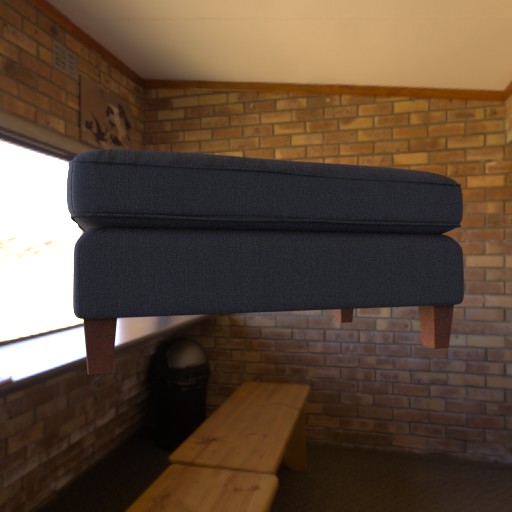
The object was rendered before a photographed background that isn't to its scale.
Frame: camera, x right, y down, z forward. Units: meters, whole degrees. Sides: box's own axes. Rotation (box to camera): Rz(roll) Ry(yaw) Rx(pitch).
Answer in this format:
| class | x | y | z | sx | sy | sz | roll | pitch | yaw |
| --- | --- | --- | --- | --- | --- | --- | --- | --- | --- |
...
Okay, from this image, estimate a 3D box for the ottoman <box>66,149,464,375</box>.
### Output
| class | x | y | z | sx | sy | sz | roll | pitch | yaw |
| --- | --- | --- | --- | --- | --- | --- | --- | --- | --- |
| ottoman | 0.000 | 0.000 | 1.166 | 0.885 | 0.438 | 0.570 | 0 | 0 | -18 |
